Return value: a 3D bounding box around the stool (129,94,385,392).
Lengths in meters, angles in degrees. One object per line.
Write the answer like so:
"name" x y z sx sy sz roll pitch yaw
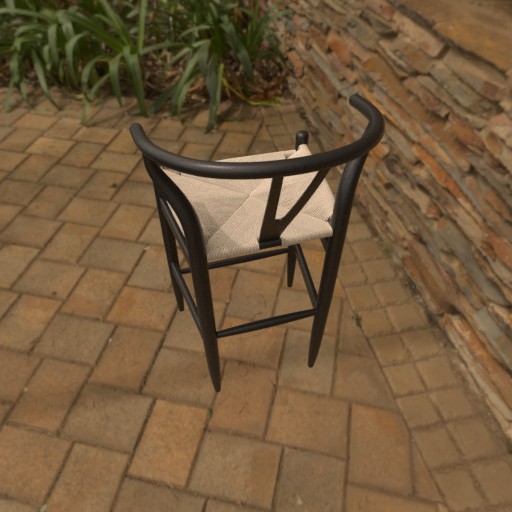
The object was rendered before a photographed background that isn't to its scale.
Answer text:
"stool" 0.000 0.000 1.317 0.569 0.970 0.579 -11 44 -12
